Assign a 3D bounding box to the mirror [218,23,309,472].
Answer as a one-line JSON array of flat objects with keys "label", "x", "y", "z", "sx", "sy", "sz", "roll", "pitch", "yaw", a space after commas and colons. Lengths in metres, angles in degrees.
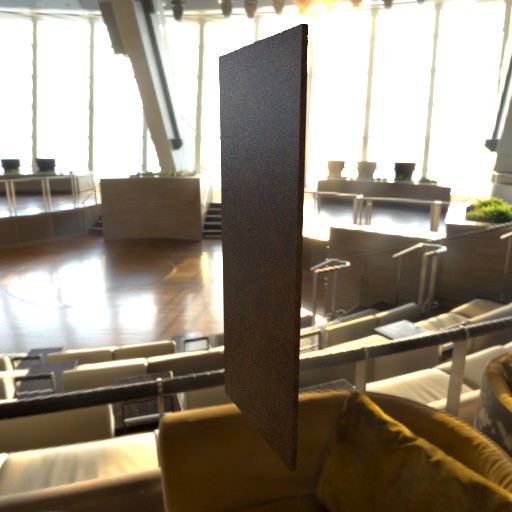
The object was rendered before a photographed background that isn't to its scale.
[{"label": "mirror", "x": 0.000, "y": 0.000, "z": 2.302, "sx": 0.032, "sy": 2.031, "sz": 0.812, "roll": -8, "pitch": 17, "yaw": -27}]
